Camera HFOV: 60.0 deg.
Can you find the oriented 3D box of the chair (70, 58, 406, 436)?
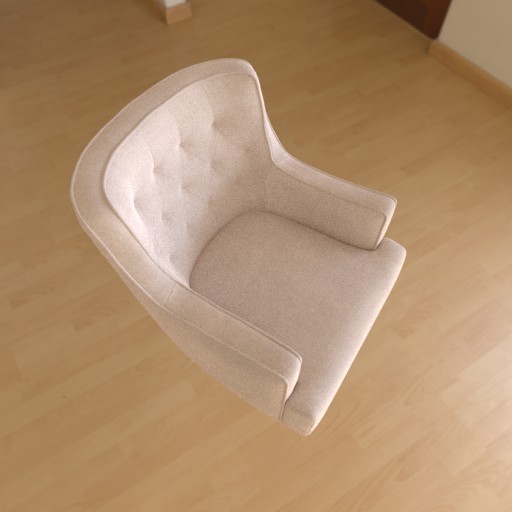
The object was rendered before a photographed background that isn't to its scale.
[{"bbox_3d":[0.000,0.000,1.558,0.910,0.920,0.781,28,62,17],"label":"chair"}]
